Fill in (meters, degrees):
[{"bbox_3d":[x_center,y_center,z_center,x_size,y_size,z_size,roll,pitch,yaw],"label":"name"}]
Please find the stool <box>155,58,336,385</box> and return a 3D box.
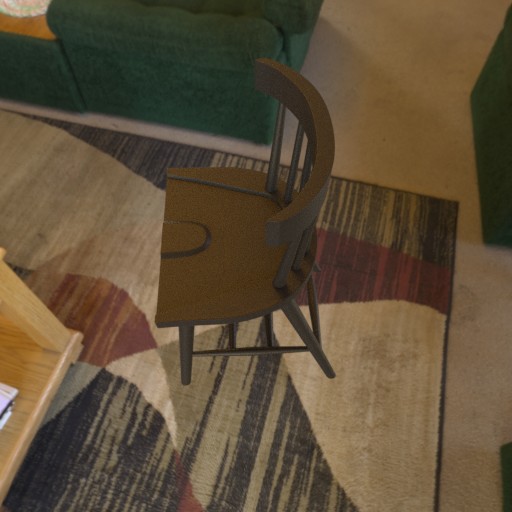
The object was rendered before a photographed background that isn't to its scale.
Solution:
[{"bbox_3d":[0.000,0.000,1.284,0.549,0.953,0.494,-2,58,-1],"label":"stool"}]
